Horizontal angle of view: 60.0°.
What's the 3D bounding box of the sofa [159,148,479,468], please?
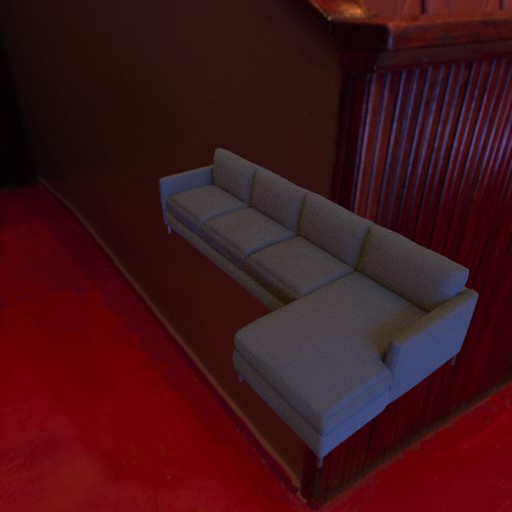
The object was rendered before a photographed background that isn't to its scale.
[{"bbox_3d":[0.000,0.000,3.250,1.255,0.756,2.725,-22,38,-30],"label":"sofa"}]
